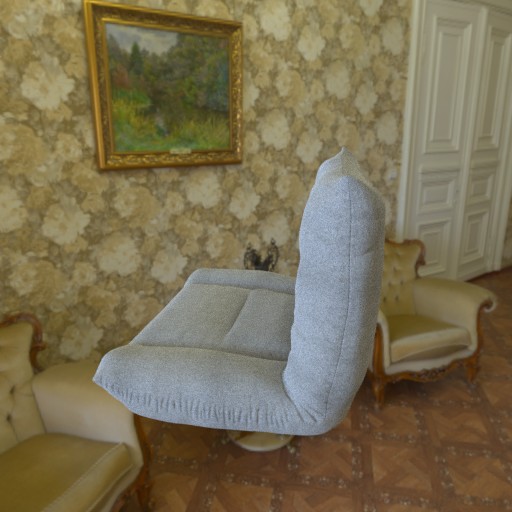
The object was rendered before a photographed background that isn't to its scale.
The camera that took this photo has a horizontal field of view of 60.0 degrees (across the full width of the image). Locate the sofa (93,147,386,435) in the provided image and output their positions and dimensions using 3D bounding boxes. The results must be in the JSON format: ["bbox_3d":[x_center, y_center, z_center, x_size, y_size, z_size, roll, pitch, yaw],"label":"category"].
[{"bbox_3d":[0.000,0.000,1.705,0.847,0.795,1.144,2,15,9],"label":"sofa"}]
